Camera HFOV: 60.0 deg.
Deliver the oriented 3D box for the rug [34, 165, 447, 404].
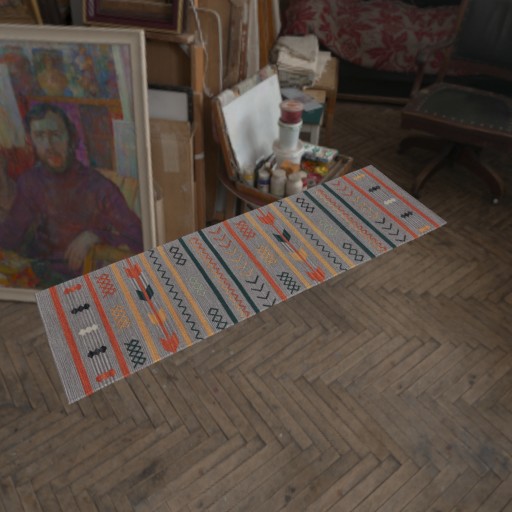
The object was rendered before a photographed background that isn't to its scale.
[{"bbox_3d":[0.000,0.000,2.649,2.419,0.022,0.744,-23,51,-21],"label":"rug"}]
